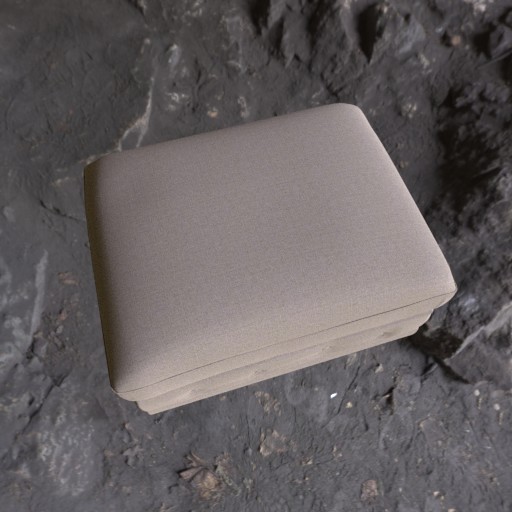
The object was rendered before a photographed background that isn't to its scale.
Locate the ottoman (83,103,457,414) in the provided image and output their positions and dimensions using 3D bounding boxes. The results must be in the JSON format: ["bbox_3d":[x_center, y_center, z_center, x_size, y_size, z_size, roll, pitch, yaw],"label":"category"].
[{"bbox_3d":[0.000,0.000,1.053,0.684,0.463,0.541,-14,63,-7],"label":"ottoman"}]
